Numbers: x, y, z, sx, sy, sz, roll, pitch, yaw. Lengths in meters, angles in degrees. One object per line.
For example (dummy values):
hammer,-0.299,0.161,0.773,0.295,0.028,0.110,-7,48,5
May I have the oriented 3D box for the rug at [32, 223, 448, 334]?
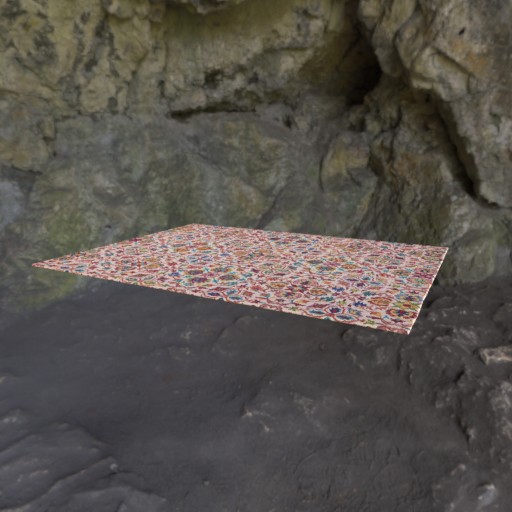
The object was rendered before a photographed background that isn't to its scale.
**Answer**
rug,0.000,0.000,4.253,3.215,0.020,2.446,7,15,27
